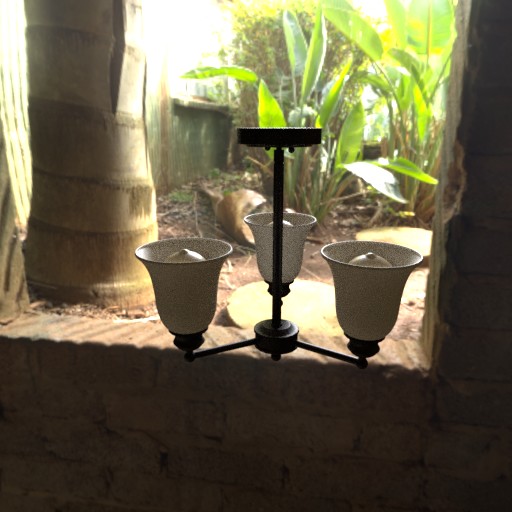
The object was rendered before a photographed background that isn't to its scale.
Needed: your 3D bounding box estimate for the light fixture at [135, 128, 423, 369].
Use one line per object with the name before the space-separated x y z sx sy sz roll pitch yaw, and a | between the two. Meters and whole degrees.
light fixture | 0.000 0.000 0.667 0.354 0.370 0.388 -8 18 -25
